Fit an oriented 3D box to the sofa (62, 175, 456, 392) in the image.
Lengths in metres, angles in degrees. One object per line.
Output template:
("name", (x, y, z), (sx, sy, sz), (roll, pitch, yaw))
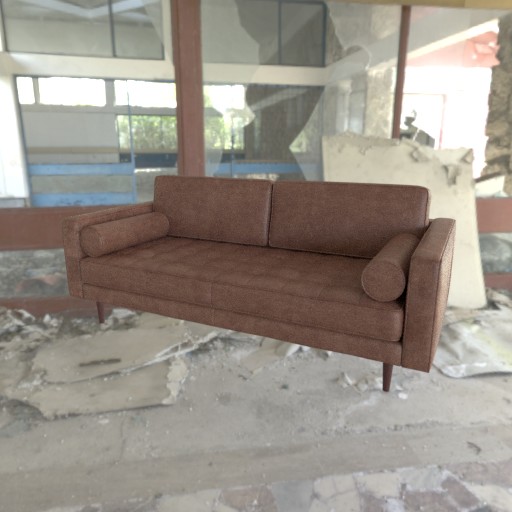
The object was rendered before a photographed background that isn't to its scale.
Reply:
("sofa", (0.000, 0.000, 2.322), (1.870, 0.760, 0.910), (7, 16, 26))
